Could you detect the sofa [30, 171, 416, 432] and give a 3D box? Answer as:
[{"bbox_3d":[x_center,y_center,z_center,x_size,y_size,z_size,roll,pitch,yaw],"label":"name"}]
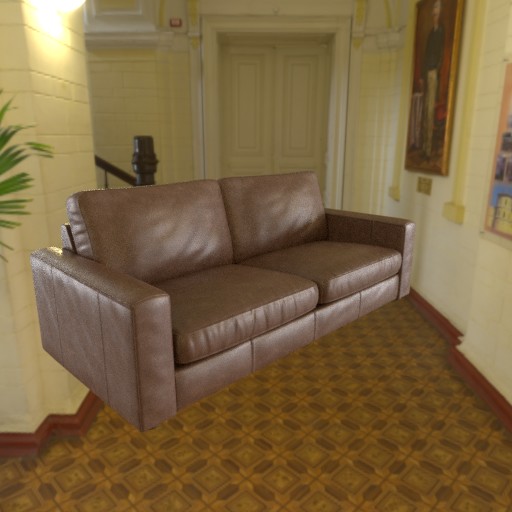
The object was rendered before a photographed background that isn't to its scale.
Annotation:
[{"bbox_3d":[0.000,0.000,2.627,1.016,0.873,2.179,15,21,43],"label":"sofa"}]
